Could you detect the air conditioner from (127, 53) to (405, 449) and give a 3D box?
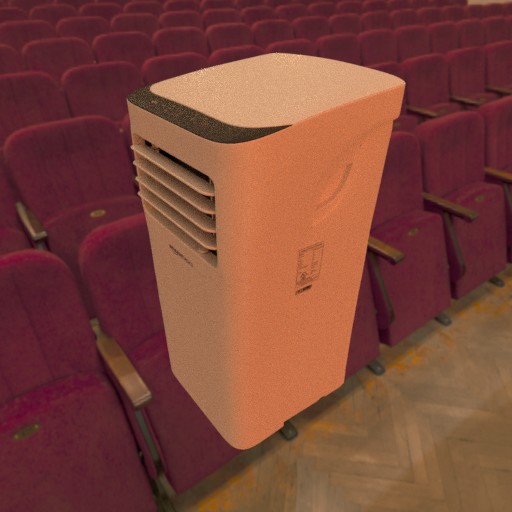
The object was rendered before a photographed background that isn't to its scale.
[{"bbox_3d":[0.000,0.000,0.910,0.369,0.716,0.352,-22,39,-31],"label":"air conditioner"}]
